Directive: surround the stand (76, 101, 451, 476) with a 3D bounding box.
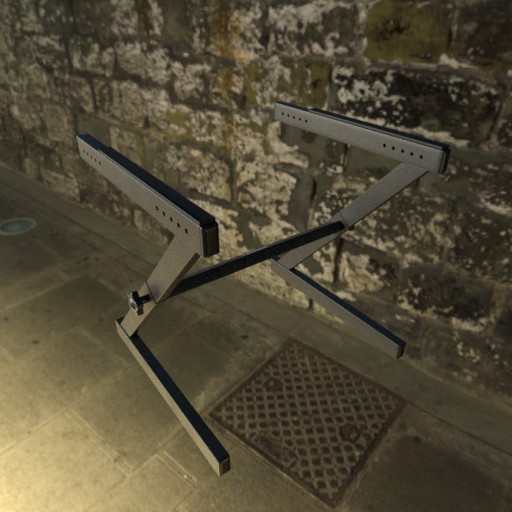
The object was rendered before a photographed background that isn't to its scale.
[{"bbox_3d":[0.000,0.000,1.156,0.700,0.617,0.586,-21,37,-30],"label":"stand"}]
